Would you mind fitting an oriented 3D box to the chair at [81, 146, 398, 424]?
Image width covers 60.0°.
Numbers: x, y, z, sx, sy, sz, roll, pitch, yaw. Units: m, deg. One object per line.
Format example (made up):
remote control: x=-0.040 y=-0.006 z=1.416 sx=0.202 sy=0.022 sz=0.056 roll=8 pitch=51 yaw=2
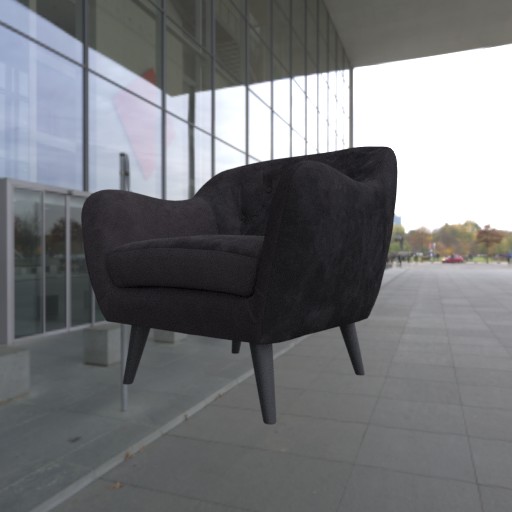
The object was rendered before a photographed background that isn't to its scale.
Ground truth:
chair: x=0.000 y=0.000 z=1.492 sx=0.840 sy=0.807 sz=0.819 roll=0 pitch=0 yaw=37
